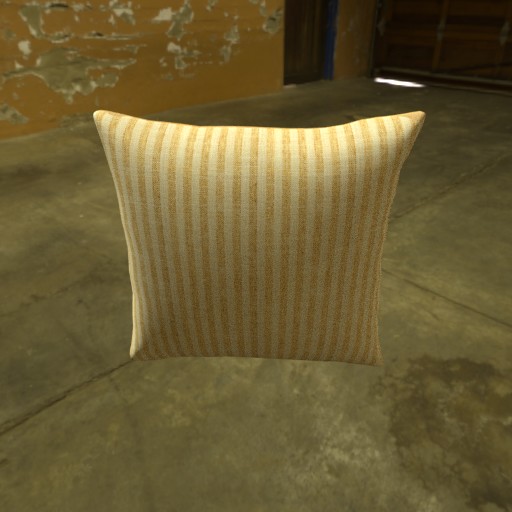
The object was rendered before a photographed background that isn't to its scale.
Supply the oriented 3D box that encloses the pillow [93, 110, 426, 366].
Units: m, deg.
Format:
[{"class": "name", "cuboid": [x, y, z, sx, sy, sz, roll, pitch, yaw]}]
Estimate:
[{"class": "pillow", "cuboid": [0.000, 0.000, 0.643, 0.419, 0.407, 0.173, 1, 29, 1]}]
